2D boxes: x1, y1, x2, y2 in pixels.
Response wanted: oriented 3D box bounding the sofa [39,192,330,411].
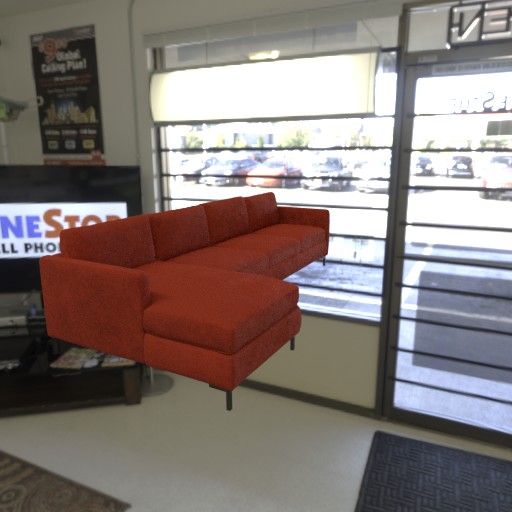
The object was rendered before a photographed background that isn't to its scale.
[{"bbox_3d":[0.000,0.000,2.983,1.136,0.663,2.467,7,15,27],"label":"sofa"}]
